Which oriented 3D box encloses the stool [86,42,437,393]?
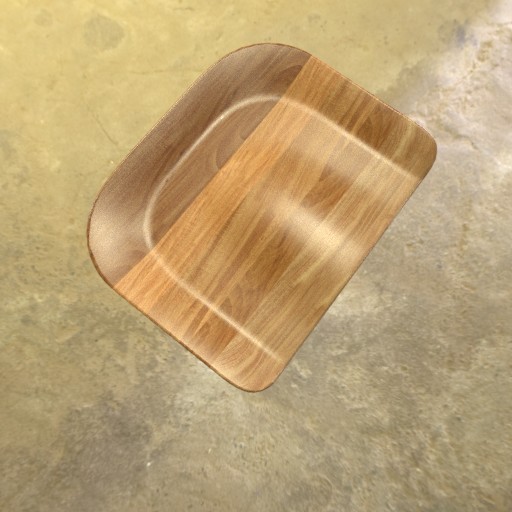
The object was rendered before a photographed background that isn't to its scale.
[{"bbox_3d":[0.000,0.000,0.895,0.322,0.698,0.407,37,79,8],"label":"stool"}]
